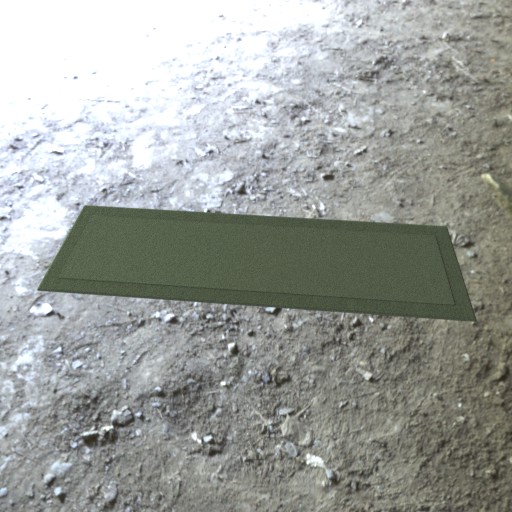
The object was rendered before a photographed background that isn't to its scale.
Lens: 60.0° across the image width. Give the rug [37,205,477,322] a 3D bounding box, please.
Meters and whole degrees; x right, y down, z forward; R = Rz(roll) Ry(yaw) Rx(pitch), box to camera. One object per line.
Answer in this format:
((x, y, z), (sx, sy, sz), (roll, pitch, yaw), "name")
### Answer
((0.000, 0.000, 2.698), (2.430, 0.012, 0.759), (4, 46, 4), "rug")
